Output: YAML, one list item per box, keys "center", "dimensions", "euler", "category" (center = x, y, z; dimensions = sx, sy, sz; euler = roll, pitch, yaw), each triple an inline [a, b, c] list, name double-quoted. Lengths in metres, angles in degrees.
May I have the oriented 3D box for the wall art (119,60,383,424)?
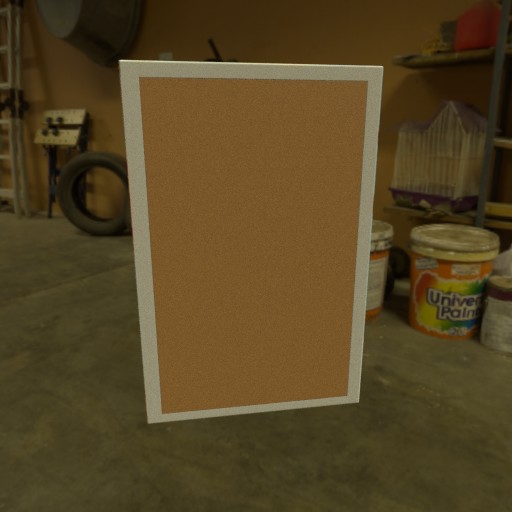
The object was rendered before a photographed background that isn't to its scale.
- center: [0.000, 0.000, 1.142]
  dimensions: [0.605, 0.915, 0.037]
  euler: [-3, 16, -9]
  category: "wall art"
